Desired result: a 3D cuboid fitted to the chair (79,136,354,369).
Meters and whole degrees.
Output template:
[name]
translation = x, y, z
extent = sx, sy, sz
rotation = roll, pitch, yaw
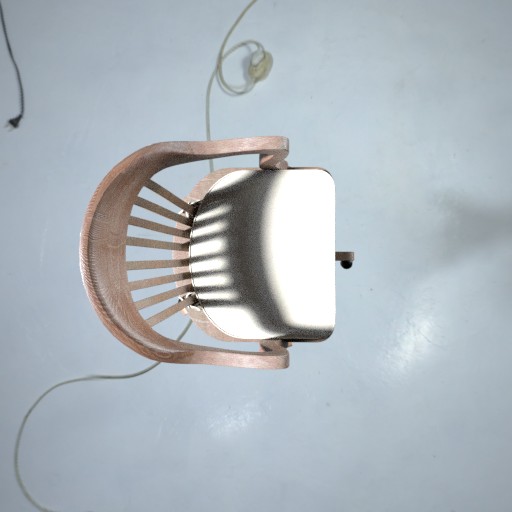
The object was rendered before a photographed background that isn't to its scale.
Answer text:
[chair]
translation = 0.000, 0.000, 1.435
extent = 0.788, 0.878, 0.750
rotation = 0, 89, 1
